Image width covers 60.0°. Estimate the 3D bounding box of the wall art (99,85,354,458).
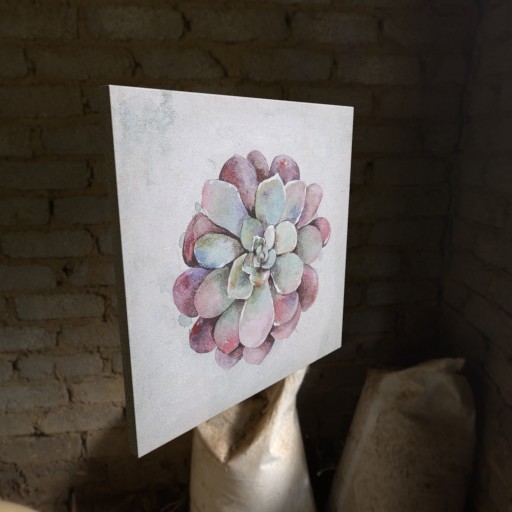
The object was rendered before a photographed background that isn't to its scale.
[{"bbox_3d":[0.000,0.000,1.139,0.762,0.762,0.041,-14,20,-43],"label":"wall art"}]
